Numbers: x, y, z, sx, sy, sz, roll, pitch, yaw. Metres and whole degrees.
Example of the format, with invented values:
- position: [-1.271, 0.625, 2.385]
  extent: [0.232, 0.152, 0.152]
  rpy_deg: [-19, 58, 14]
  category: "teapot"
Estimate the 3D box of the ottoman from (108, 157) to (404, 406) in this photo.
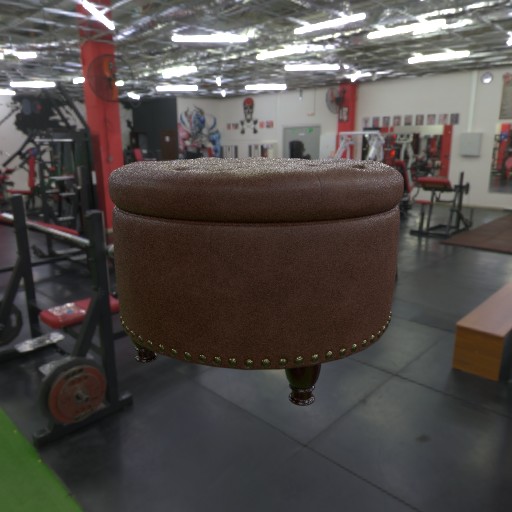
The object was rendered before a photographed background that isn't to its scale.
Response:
- position: [0.000, 0.000, 1.047]
  extent: [0.637, 0.442, 0.637]
  rpy_deg: [0, 15, 0]
  category: "ottoman"
